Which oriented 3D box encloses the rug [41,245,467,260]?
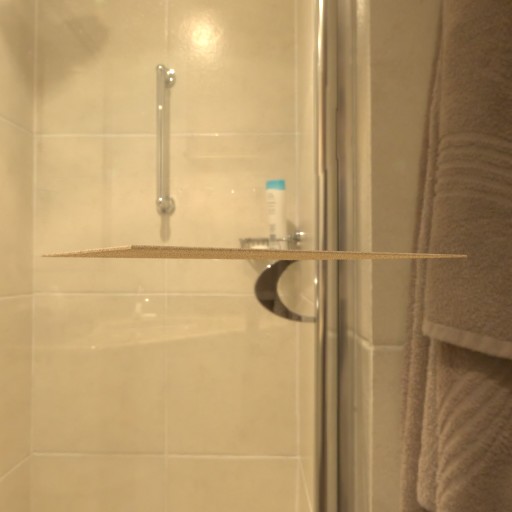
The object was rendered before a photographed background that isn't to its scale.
[{"bbox_3d":[0.000,0.000,2.731,2.144,0.013,1.509,1,-2,-36],"label":"rug"}]
